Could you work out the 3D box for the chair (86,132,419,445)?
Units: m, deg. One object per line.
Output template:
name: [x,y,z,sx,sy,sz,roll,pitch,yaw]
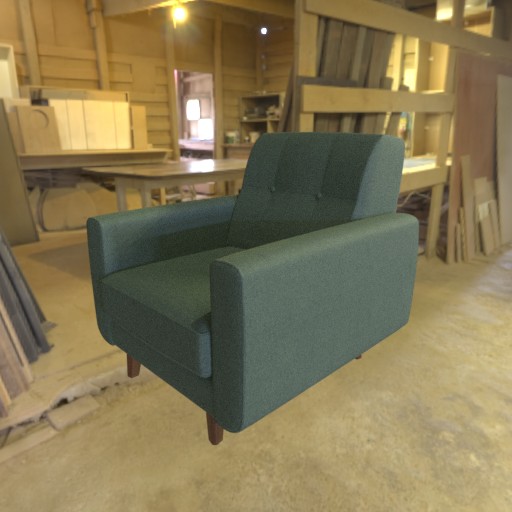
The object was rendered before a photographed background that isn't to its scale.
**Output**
chair: [0.000,0.000,1.565,0.909,0.841,0.831,-15,22,-41]
